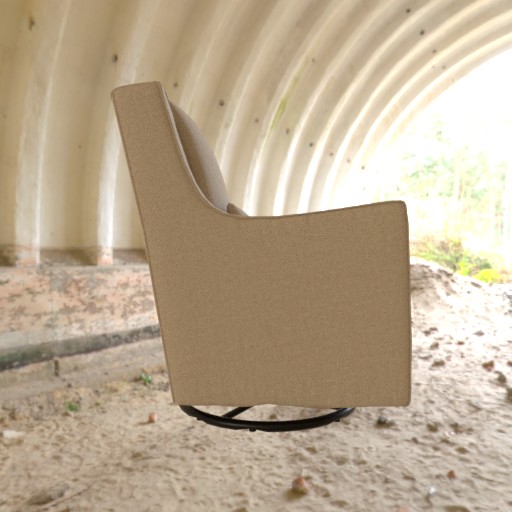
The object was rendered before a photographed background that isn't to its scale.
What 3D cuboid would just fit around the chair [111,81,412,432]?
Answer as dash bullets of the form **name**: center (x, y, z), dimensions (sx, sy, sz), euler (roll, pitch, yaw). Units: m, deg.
- **chair**: center (0.000, 0.000, 1.541), dimensions (0.879, 0.993, 0.732), euler (0, 0, 1)
